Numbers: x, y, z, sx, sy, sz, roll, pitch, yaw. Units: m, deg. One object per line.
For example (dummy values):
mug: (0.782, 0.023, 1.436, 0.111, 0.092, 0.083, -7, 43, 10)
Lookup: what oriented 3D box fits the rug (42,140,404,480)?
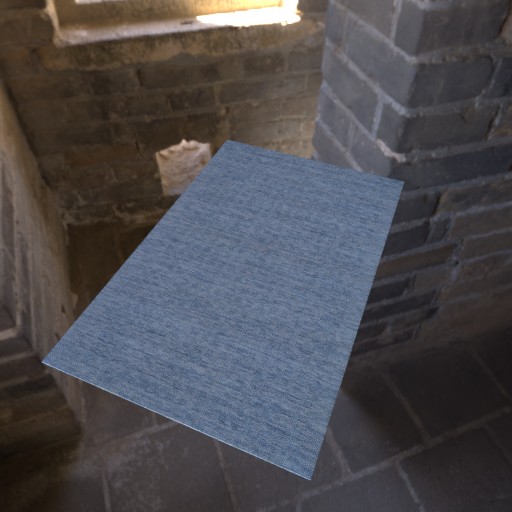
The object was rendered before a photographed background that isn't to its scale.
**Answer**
rug: (0.000, 0.000, 2.193, 1.142, 0.006, 1.752, 17, 50, 15)
